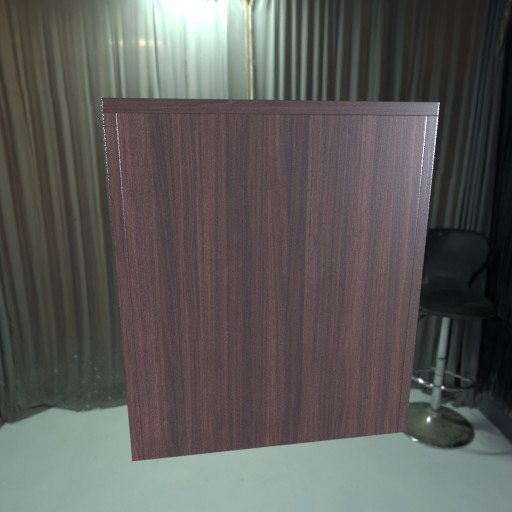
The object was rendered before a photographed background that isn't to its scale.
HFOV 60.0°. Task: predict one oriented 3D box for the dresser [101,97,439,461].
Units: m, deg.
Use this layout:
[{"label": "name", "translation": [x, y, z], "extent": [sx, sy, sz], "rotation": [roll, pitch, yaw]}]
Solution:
[{"label": "dresser", "translation": [0.000, 0.000, 0.747], "extent": [0.400, 0.470, 0.360], "rotation": [-2, 15, -9]}]
